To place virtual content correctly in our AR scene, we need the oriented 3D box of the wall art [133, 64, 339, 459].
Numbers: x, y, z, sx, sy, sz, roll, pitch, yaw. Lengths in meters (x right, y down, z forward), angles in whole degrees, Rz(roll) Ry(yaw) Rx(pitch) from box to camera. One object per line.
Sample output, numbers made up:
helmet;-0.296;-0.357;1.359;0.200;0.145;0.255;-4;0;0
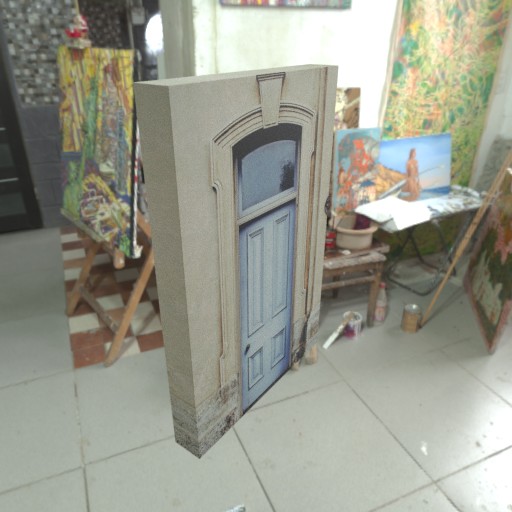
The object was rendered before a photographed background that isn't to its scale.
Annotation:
wall art;0.000;0.000;0.496;0.038;0.381;0.254;19;32;32
